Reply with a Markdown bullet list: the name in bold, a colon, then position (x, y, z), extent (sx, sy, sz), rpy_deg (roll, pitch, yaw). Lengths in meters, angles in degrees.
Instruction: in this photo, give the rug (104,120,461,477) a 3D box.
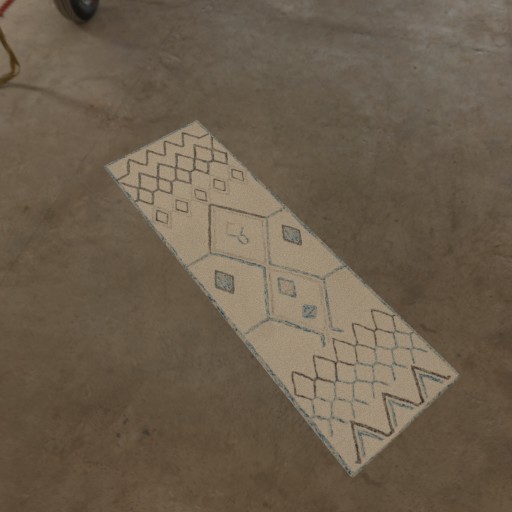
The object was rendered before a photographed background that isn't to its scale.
- **rug**: position (0.000, 0.000, 2.658), extent (0.770, 0.013, 2.434), rpy_deg (-33, 63, -19)
